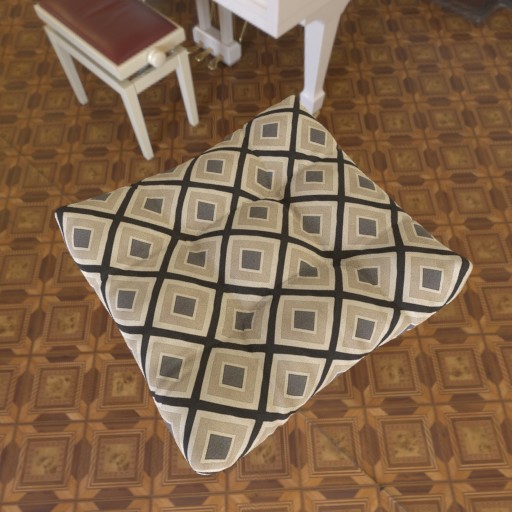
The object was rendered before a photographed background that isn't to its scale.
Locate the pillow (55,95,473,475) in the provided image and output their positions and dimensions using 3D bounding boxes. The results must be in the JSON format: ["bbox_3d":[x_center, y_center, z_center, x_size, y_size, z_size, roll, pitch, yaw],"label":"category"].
[{"bbox_3d":[0.000,0.000,0.714,0.490,0.128,0.468,-31,67,-15],"label":"pillow"}]
